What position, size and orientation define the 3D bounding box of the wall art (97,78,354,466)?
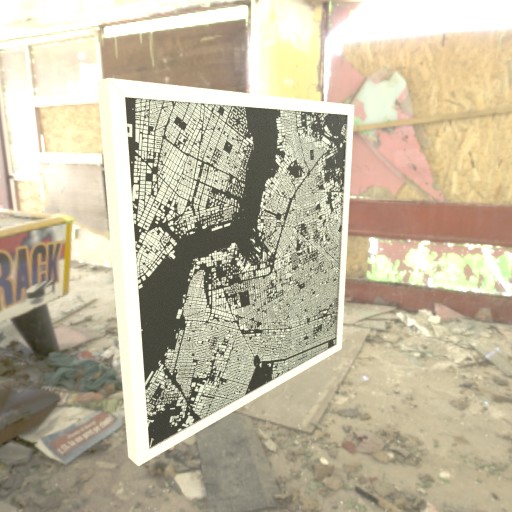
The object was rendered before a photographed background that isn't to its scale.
[{"bbox_3d":[0.000,0.000,1.115,0.050,0.762,0.761,13,20,42],"label":"wall art"}]
